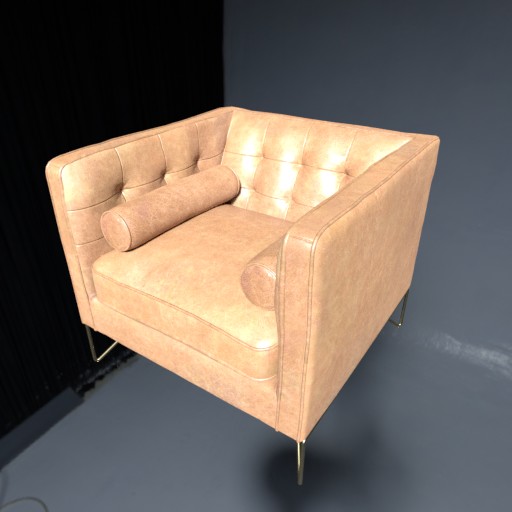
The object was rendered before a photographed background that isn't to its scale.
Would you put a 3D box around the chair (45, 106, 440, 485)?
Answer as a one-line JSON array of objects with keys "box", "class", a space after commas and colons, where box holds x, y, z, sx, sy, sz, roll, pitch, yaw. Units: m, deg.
[{"box": [0.000, 0.000, 1.570, 0.920, 0.797, 0.912, 19, 34, 29], "class": "chair"}]
